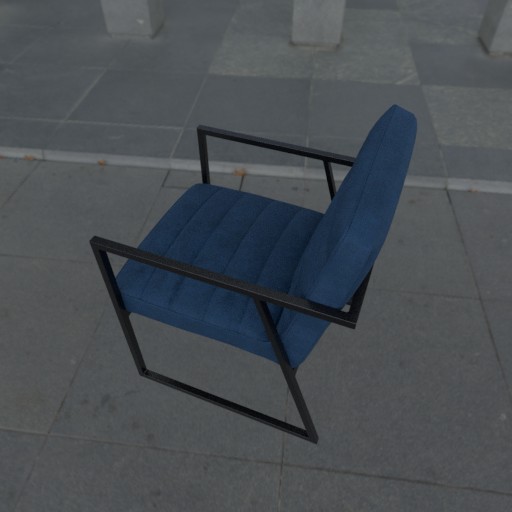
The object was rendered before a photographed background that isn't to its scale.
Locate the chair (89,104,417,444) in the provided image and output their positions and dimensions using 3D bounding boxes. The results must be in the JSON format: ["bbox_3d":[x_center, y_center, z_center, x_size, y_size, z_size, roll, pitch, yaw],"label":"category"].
[{"bbox_3d":[0.000,0.000,1.283,0.677,0.833,0.571,16,48,15],"label":"chair"}]
